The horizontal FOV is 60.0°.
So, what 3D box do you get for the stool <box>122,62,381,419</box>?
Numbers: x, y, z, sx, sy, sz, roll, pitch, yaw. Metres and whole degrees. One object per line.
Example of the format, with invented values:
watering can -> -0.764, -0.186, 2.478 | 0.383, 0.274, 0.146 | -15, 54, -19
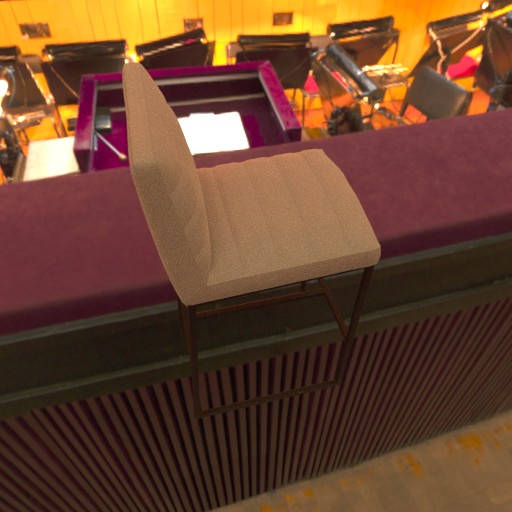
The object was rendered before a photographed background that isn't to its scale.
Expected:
stool -> 0.000, 0.000, 1.344 | 0.573, 1.061, 0.464 | -10, 47, -10
